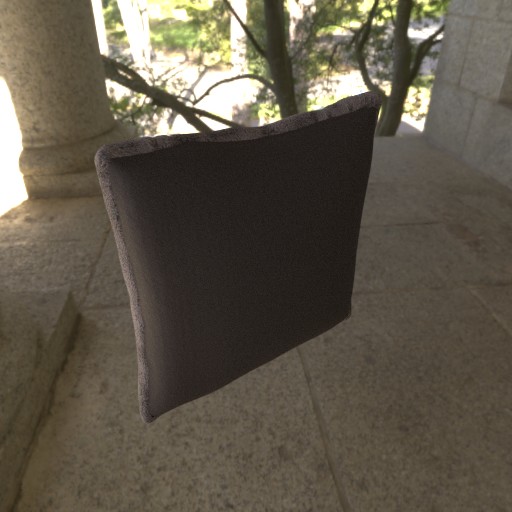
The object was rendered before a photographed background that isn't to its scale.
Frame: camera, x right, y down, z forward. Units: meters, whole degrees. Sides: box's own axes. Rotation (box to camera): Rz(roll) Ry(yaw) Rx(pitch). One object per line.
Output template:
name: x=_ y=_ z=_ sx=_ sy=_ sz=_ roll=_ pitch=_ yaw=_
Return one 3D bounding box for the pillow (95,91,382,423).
pillow: x=0.000 y=0.000 z=0.804 sx=0.522 sy=0.520 sz=0.204 roll=-21 pitch=37 yaw=-30
